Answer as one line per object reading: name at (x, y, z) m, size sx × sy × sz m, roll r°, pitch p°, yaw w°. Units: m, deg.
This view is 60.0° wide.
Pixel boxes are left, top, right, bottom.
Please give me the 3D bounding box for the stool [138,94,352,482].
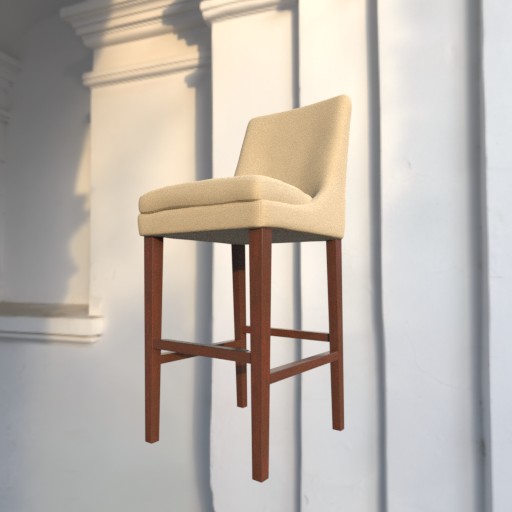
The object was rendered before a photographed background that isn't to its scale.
stool at (0.000, 0.000, 1.377) m, size 0.470 × 1.078 × 0.577 m, roll -2°, pitch -3°, yaw 37°
